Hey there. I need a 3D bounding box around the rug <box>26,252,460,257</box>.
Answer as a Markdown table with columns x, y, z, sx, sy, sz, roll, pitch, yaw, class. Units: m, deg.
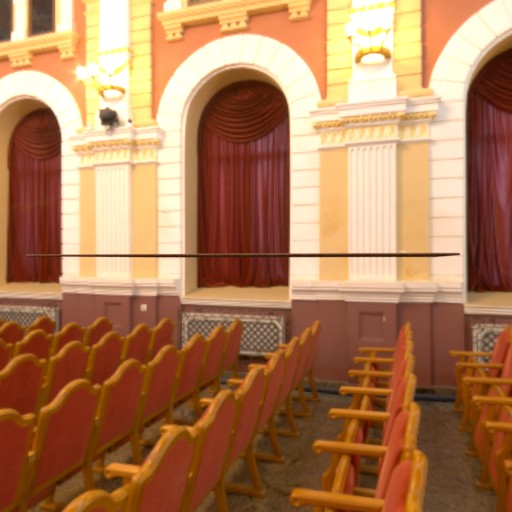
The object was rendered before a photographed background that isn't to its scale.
| x | y | z | sx | sy | sz | roll | pitch | yaw | class |
| --- | --- | --- | --- | --- | --- | --- | --- | --- | --- |
| 0.000 | 0.000 | 2.900 | 2.286 | 0.011 | 1.524 | 0 | 0 | 19 | rug |
